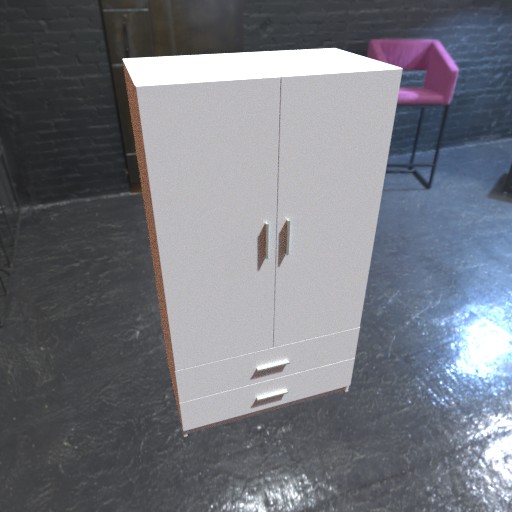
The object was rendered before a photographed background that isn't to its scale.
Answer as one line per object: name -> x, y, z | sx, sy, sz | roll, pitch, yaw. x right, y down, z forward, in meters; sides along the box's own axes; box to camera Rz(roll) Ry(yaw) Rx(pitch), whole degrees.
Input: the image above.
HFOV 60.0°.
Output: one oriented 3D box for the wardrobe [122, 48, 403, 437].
wardrobe -> 0.000, 0.000, 2.243 | 0.991, 1.808, 0.577 | -10, 34, -15
